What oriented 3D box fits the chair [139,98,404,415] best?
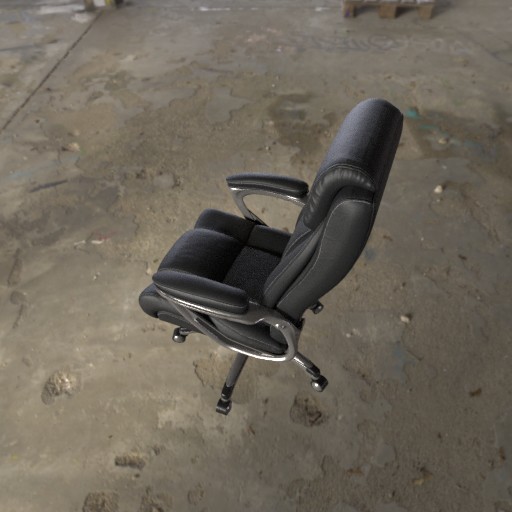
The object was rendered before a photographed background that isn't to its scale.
[{"bbox_3d":[0.000,0.000,1.641,0.784,1.167,0.741,15,47,15],"label":"chair"}]
